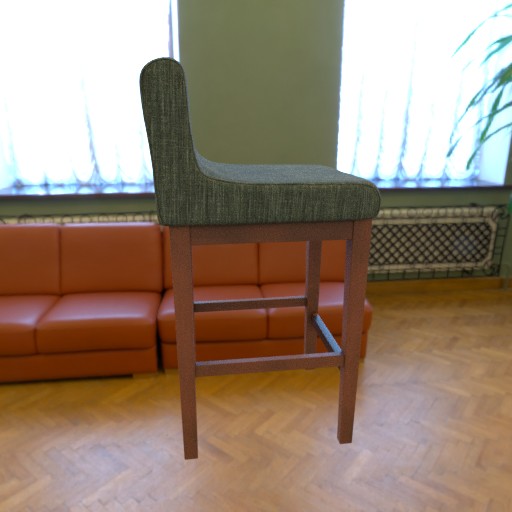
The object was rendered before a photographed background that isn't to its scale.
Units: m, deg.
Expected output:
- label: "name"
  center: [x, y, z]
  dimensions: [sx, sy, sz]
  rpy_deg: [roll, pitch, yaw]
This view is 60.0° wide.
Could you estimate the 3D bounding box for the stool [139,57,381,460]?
- label: "stool"
  center: [0.000, 0.000, 1.065]
  dimensions: [0.459, 0.835, 0.395]
  rpy_deg: [-2, 17, -8]
